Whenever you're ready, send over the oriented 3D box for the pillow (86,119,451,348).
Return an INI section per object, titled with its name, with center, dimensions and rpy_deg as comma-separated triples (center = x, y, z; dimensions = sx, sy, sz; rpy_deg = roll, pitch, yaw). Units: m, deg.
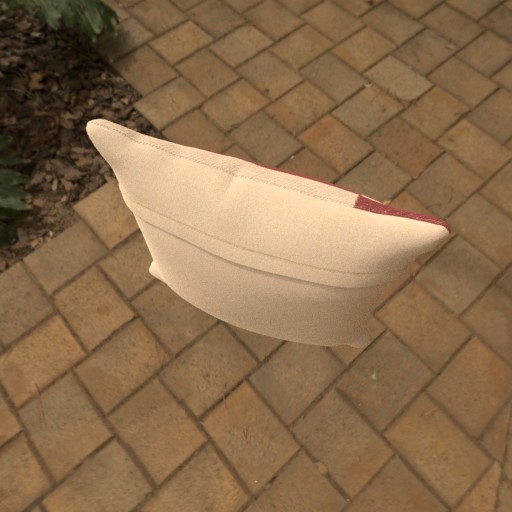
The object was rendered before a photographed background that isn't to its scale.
[pillow]
center = 0.000, 0.000, 0.802
dimensions = 0.536, 0.506, 0.229
rpy_deg = 17, 64, 9
